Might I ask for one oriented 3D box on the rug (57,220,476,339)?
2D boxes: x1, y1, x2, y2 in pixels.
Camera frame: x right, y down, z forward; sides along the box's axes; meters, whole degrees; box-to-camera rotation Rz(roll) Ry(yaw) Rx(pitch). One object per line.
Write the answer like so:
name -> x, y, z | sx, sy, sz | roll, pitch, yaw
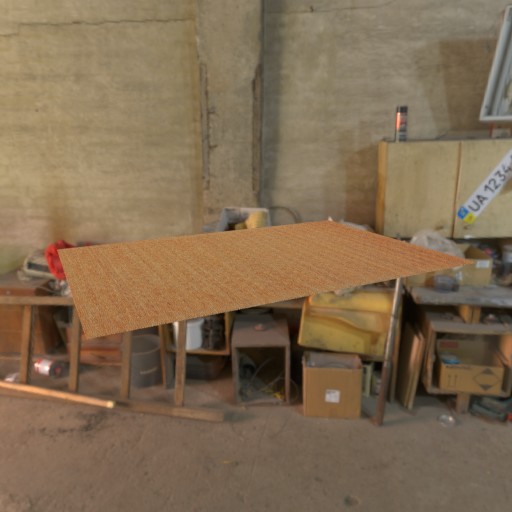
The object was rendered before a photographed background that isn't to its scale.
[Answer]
rug -> 0.000, 0.000, 2.898 | 2.285, 0.006, 1.524 | -8, 18, -26
